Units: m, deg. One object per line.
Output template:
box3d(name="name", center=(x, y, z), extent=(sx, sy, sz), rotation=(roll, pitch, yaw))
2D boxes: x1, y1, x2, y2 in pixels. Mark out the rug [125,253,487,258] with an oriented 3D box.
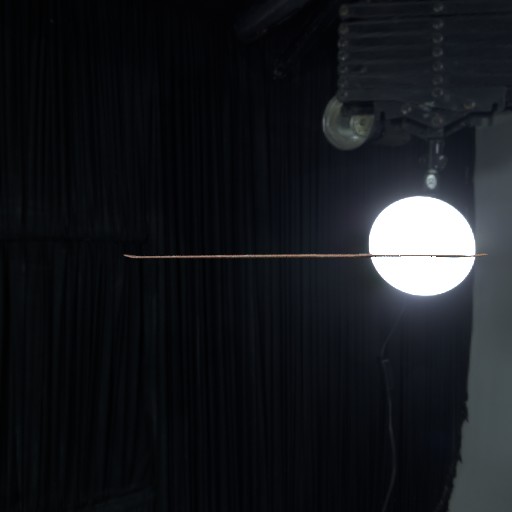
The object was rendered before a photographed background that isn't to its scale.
box3d(name="rug", center=(0.000, 0.000, 2.738), extent=(0.799, 0.030, 2.444), rotation=(0, -1, -36))
